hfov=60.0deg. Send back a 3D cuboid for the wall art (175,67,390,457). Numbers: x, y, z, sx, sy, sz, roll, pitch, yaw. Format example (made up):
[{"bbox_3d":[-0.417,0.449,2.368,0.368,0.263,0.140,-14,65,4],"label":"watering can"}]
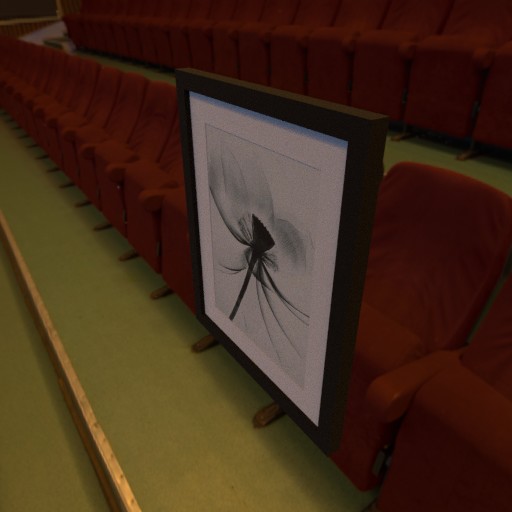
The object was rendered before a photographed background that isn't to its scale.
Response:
[{"bbox_3d":[0.000,0.000,0.773,0.029,0.559,0.457,-20,36,-30],"label":"wall art"}]
